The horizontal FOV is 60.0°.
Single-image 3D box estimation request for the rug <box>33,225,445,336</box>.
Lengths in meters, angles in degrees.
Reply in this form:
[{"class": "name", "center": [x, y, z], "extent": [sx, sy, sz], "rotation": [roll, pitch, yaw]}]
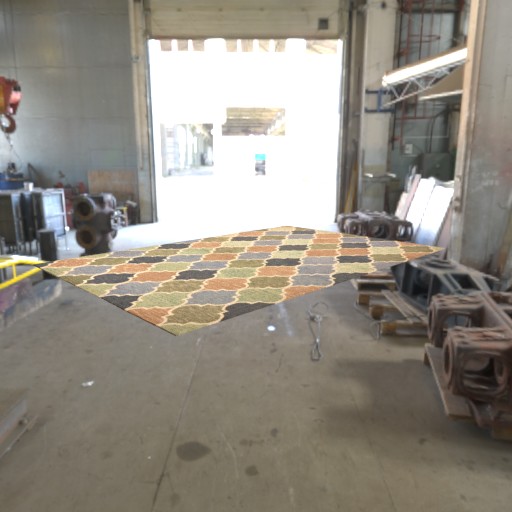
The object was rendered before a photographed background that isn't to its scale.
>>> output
[{"class": "rug", "center": [0.000, 0.000, 2.340], "extent": [1.828, 0.006, 1.216], "rotation": [-12, 17, -43]}]
